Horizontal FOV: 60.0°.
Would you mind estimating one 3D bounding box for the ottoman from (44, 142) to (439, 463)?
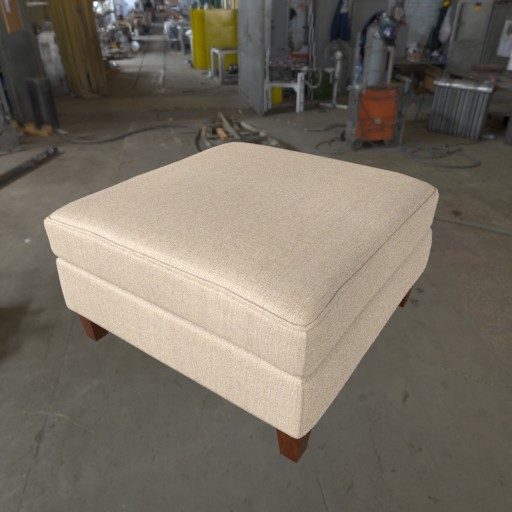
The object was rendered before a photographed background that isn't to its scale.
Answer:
[{"bbox_3d":[0.000,0.000,1.349,0.838,0.481,0.838,20,36,30],"label":"ottoman"}]
